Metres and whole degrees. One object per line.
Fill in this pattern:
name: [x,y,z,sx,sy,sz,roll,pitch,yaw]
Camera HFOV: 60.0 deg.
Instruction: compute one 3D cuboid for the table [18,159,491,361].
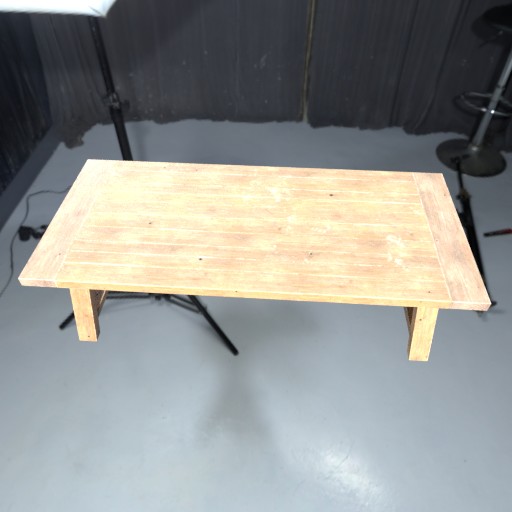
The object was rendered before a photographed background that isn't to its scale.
table: [0.000,0.000,2.132,1.800,0.465,0.820,3,46,3]
